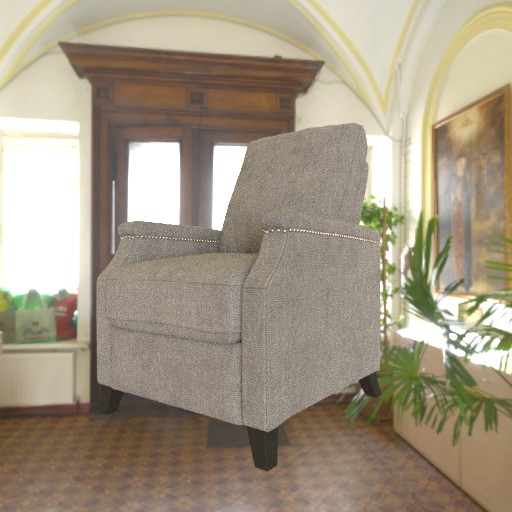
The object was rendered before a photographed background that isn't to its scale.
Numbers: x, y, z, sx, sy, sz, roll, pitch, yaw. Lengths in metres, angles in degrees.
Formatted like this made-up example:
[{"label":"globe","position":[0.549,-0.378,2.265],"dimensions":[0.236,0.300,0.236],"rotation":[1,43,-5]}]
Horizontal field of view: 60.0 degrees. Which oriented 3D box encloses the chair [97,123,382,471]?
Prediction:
[{"label":"chair","position":[0.000,0.000,1.609],"dimensions":[0.710,1.049,0.922],"rotation":[0,0,37]}]
